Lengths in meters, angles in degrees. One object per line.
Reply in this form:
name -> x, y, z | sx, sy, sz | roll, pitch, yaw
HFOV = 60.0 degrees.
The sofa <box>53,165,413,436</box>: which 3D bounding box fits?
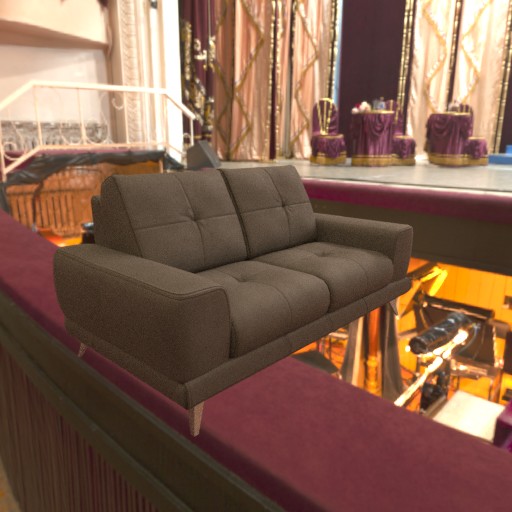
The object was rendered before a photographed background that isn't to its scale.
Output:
sofa -> 0.000, 0.000, 2.397 | 1.018, 0.907, 1.806 | 13, 19, 42
